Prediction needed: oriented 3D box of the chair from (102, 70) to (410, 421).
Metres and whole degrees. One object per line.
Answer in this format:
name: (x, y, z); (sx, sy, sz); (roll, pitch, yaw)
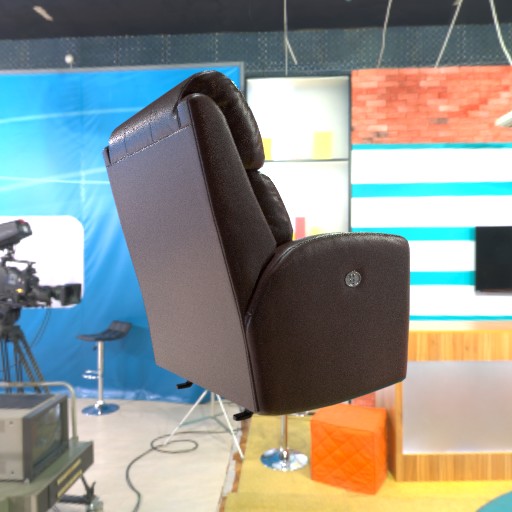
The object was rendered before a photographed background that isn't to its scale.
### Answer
chair: (0.000, 0.000, 1.667); (0.939, 1.016, 0.787); (0, 0, -36)
